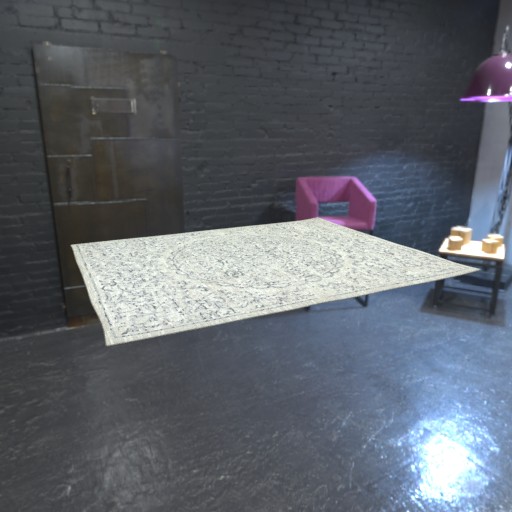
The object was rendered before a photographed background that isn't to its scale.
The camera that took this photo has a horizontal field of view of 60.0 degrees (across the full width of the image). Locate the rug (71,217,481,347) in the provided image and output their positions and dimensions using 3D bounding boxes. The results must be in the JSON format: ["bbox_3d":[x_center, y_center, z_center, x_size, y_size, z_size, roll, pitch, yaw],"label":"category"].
[{"bbox_3d":[0.000,0.000,3.977,2.925,0.026,2.343,-8,18,-25],"label":"rug"}]
